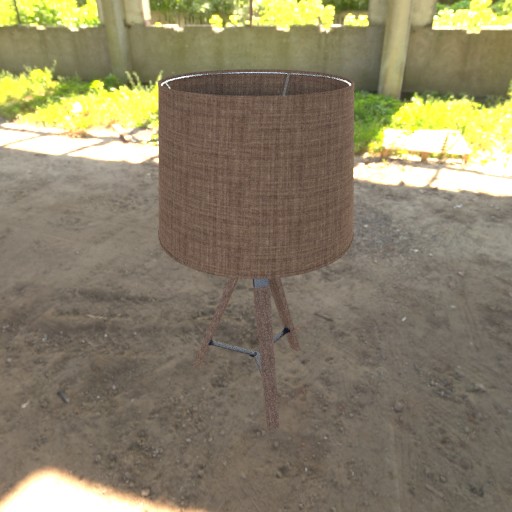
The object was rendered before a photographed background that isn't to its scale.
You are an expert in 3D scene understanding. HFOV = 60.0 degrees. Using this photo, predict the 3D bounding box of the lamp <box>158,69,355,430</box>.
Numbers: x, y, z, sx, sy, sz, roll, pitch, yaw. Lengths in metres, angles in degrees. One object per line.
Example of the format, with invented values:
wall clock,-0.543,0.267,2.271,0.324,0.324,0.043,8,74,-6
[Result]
lamp,0.000,0.000,0.692,0.290,0.514,0.290,0,29,0
